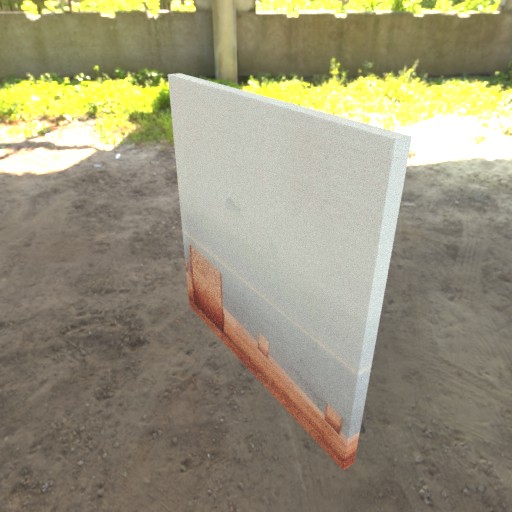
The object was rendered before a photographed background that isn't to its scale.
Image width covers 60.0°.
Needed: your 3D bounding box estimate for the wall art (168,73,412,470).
[{"bbox_3d":[0.000,0.000,0.587,0.023,0.405,0.405,-19,35,-30],"label":"wall art"}]
